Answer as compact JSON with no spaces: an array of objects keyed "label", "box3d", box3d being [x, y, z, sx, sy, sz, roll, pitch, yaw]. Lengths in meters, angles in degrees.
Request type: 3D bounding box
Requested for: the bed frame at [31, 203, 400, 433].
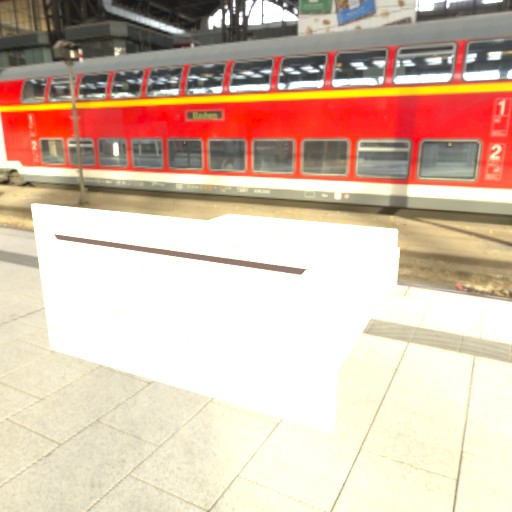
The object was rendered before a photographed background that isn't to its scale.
[{"label":"bed frame","box3d":[0.000,0.000,3.128,1.800,0.900,2.080,8,17,25]}]
